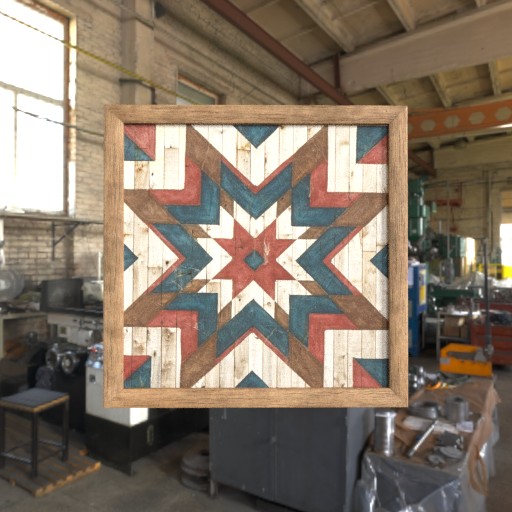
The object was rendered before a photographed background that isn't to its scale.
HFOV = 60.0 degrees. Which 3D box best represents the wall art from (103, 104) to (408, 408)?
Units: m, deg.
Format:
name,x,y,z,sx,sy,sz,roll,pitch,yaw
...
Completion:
name,x,y,z,sx,sy,sz,roll,pitch,yaw
wall art,0.000,0.000,1.025,0.695,0.691,0.029,0,0,-1
